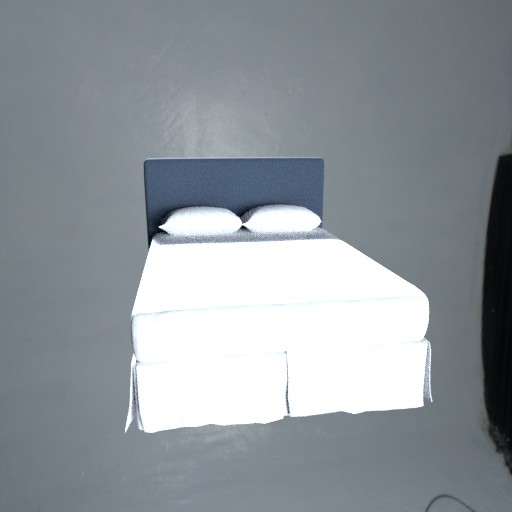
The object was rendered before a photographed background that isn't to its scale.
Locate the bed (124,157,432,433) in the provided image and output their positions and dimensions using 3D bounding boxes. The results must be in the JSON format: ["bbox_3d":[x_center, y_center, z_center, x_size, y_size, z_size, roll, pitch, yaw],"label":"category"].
[{"bbox_3d":[0.000,0.000,3.236,1.713,1.330,2.162,-2,15,-9],"label":"bed"}]
